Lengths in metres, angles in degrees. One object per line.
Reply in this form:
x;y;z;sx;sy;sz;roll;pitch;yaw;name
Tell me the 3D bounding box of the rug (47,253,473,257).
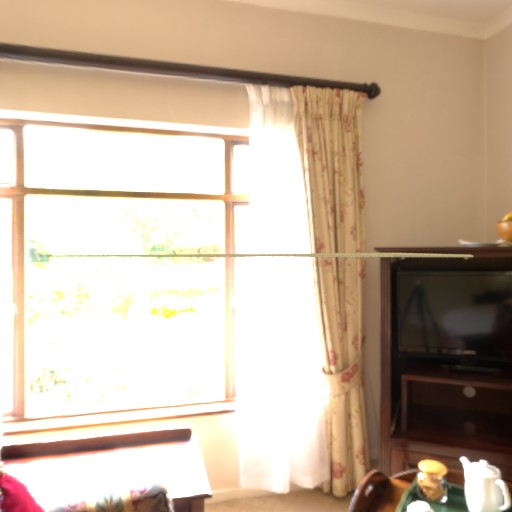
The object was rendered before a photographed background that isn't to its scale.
0.000;0.000;3.414;2.746;0.018;1.819;0;0;36;rug
